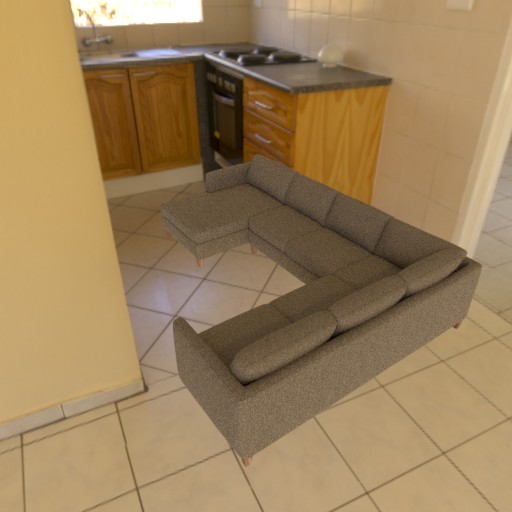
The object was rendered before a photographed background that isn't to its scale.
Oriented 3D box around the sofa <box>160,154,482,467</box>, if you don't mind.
[{"bbox_3d":[0.000,0.000,4.414,2.551,0.853,3.238,-21,38,-29],"label":"sofa"}]
